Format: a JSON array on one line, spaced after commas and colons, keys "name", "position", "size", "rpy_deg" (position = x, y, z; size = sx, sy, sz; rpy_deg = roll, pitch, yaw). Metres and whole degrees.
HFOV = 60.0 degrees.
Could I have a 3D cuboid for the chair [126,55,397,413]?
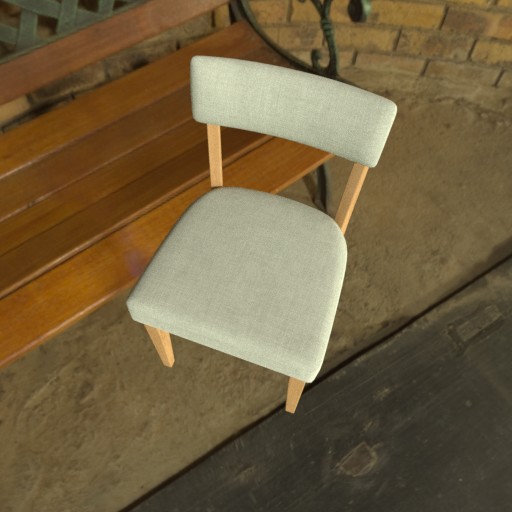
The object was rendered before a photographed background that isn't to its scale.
[{"name": "chair", "position": [0.000, 0.000, 1.228], "size": [0.508, 0.832, 0.572], "rpy_deg": [17, 61, 10]}]
